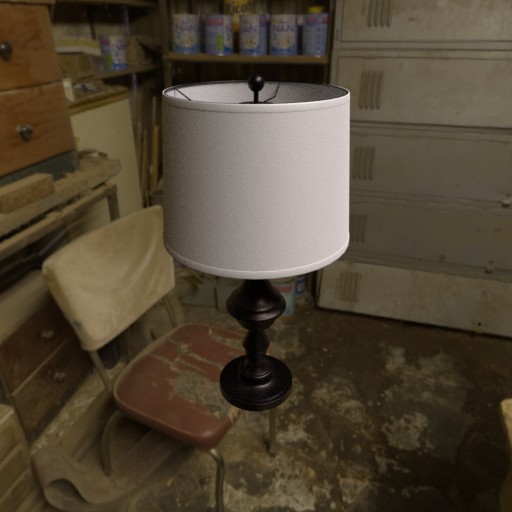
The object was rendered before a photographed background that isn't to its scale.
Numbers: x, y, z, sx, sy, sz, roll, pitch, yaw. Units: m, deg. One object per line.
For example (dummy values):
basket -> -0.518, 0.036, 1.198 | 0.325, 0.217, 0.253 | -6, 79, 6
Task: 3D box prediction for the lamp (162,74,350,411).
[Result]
lamp -> 0.000, 0.000, 0.953 | 0.383, 0.726, 0.383 | 0, 27, 0
